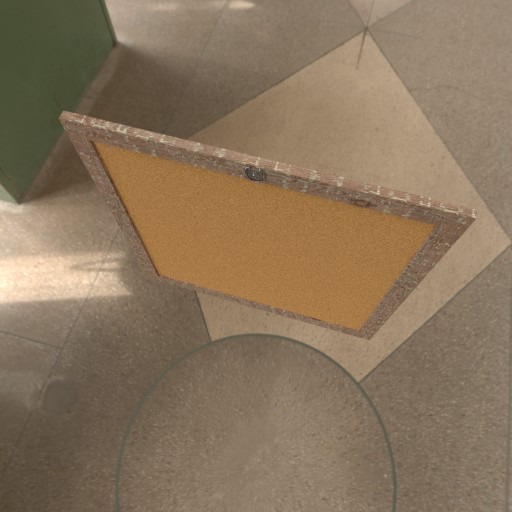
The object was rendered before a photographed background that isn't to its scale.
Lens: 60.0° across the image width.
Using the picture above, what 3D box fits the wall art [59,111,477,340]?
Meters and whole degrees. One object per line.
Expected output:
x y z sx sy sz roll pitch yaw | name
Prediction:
0.000 0.000 0.567 0.384 0.384 0.012 15 65 7 | wall art
